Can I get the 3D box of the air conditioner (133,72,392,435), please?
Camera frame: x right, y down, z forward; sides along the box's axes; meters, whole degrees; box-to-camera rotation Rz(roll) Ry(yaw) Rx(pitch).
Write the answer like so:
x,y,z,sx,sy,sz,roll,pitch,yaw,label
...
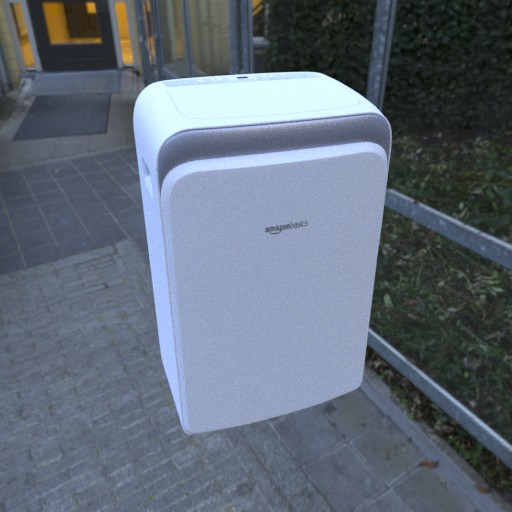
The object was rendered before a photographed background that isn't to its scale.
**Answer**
x,y,z,sx,sy,sz,roll,pitch,yaw,label
0.000,0.000,0.960,0.454,0.700,0.365,-10,33,-15,air conditioner
